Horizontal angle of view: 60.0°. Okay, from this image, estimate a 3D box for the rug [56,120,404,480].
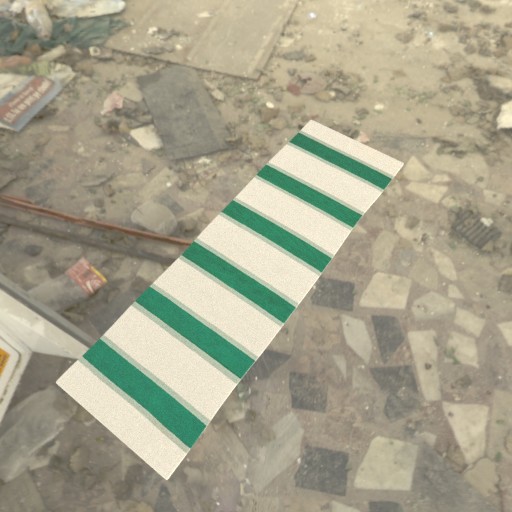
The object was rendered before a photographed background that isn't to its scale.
[{"bbox_3d":[0.000,0.000,2.670,0.768,0.012,2.438,32,63,18],"label":"rug"}]
